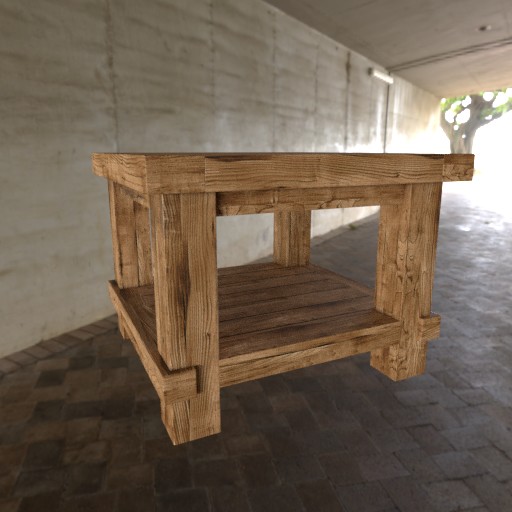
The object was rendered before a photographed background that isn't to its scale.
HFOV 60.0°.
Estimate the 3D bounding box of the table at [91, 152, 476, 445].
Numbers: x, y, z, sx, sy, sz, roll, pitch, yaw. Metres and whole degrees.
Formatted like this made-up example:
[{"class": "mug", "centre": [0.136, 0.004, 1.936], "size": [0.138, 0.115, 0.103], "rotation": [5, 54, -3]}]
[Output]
[{"class": "table", "centre": [0.000, 0.000, 1.011], "size": [0.610, 0.457, 0.610], "rotation": [-6, 15, -25]}]
